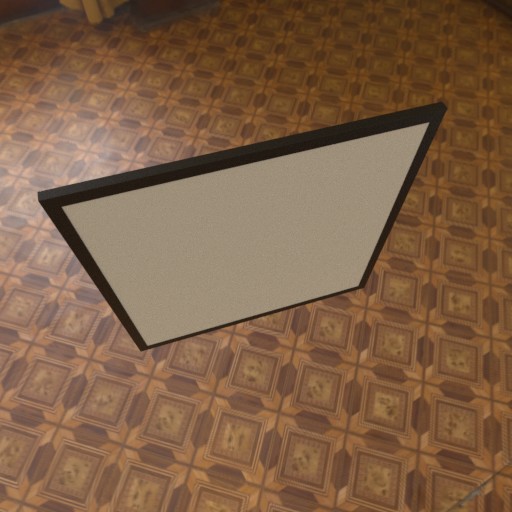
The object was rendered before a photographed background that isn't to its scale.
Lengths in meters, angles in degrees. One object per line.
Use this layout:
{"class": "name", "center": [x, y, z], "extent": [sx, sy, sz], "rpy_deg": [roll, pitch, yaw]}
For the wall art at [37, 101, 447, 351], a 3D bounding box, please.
{"class": "wall art", "center": [0.000, 0.000, 1.191], "extent": [0.807, 0.807, 0.022], "rpy_deg": [-15, 60, -9]}
